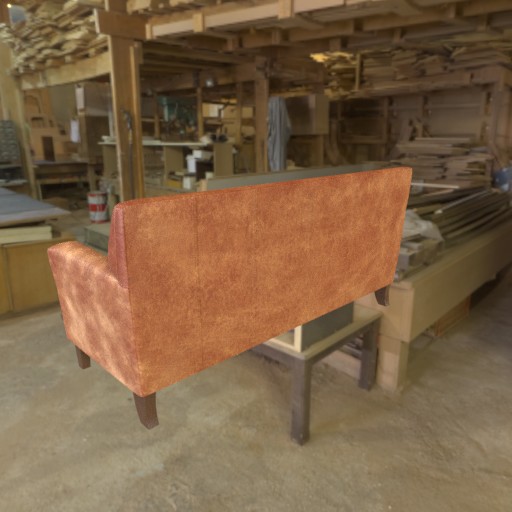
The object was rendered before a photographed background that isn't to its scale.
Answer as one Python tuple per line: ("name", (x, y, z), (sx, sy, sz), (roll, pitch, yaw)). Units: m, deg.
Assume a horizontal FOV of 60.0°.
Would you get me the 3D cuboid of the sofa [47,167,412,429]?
("sofa", (0.000, 0.000, 2.567), (2.053, 0.947, 0.805), (-15, 22, -42))
